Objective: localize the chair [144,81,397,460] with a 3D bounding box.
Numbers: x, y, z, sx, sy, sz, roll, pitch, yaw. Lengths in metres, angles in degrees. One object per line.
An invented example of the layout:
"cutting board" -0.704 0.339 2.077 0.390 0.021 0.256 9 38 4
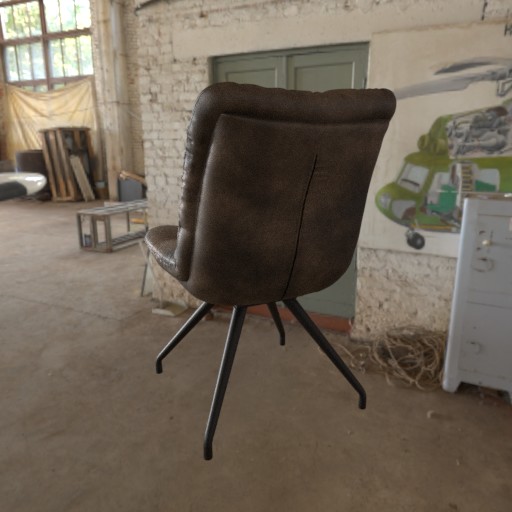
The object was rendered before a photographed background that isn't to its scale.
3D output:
"chair" 0.000 0.000 1.272 0.549 0.870 0.622 -7 16 -26
